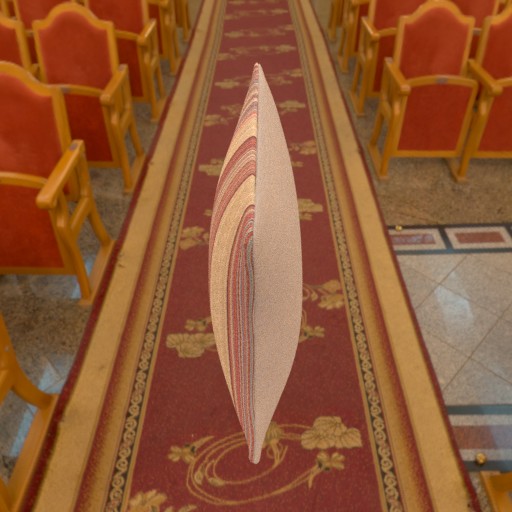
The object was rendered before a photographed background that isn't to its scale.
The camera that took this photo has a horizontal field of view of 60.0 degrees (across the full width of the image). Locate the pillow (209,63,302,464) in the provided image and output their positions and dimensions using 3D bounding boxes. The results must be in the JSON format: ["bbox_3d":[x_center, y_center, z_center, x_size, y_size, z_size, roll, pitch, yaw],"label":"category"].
[{"bbox_3d":[0.000,0.000,0.656,0.136,0.419,0.437,1,42,1],"label":"pillow"}]
